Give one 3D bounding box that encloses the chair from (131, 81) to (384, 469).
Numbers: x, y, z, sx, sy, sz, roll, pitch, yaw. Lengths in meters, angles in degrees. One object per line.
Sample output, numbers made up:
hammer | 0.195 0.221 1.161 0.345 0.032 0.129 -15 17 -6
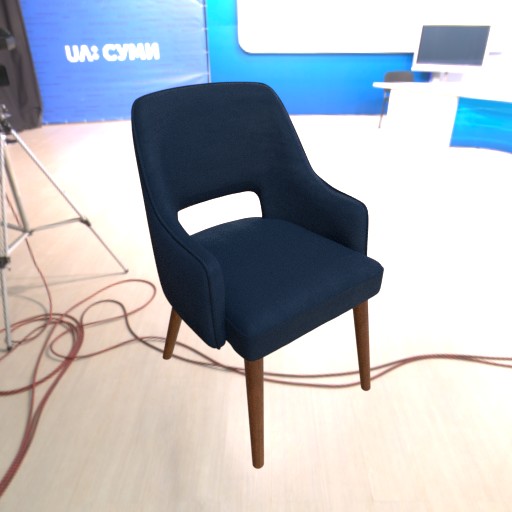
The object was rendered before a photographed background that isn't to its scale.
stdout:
chair | 0.000 0.000 1.245 0.559 0.844 0.591 -21 36 -32
